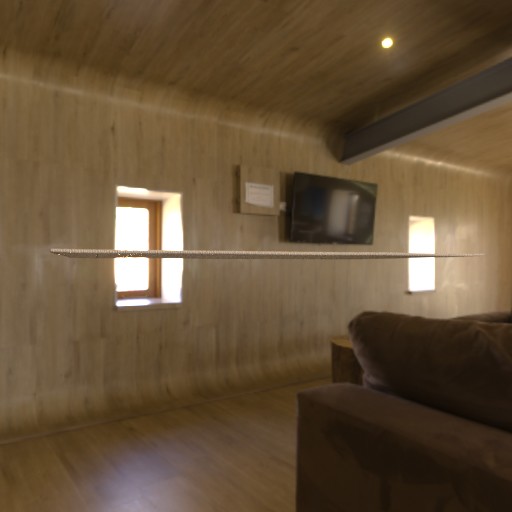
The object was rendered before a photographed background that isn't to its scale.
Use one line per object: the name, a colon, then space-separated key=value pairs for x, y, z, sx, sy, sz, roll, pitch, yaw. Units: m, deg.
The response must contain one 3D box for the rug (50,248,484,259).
rug: x=0.000 y=0.000 z=3.065 sx=2.459 sy=0.023 sz=1.575 roll=0 pitch=-1 yaw=-20
